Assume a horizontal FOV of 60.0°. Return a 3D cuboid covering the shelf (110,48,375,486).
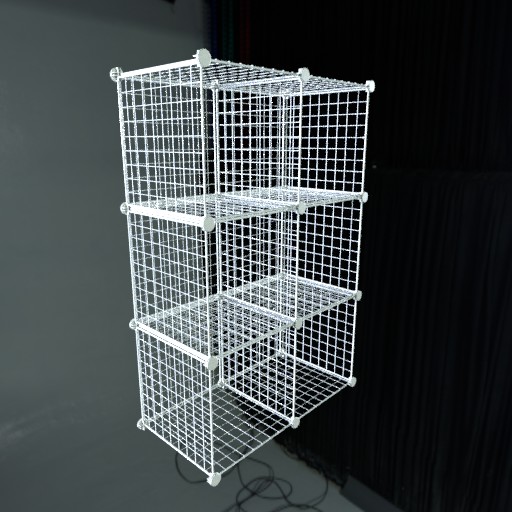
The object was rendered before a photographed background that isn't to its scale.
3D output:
[{"bbox_3d":[0.000,0.000,1.397,0.356,1.067,0.711,14,20,42],"label":"shelf"}]
